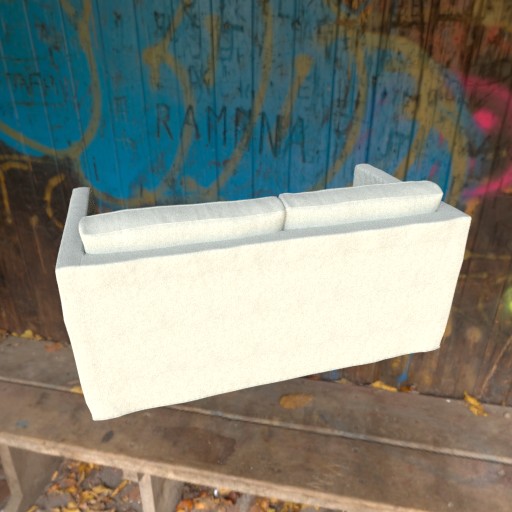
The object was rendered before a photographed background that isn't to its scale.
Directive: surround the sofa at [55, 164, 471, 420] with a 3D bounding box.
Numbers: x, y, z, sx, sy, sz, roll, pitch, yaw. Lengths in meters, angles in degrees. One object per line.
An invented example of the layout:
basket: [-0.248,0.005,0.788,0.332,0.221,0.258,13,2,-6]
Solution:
sofa: [0.000,0.000,2.228,1.727,0.830,0.944,-8,28,-15]
